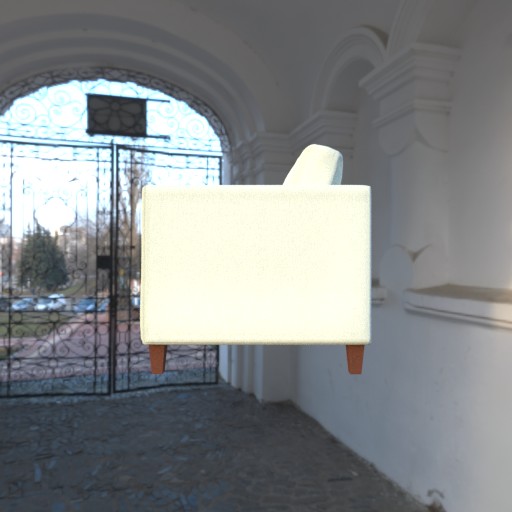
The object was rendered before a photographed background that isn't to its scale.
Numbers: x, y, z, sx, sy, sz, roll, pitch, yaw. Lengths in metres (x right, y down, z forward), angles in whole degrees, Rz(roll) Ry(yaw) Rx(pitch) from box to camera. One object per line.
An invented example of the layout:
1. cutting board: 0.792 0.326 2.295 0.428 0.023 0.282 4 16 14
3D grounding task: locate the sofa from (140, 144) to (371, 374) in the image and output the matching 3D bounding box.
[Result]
1. sofa: 0.000 0.000 2.952 0.948 0.965 2.434 0 0 0
